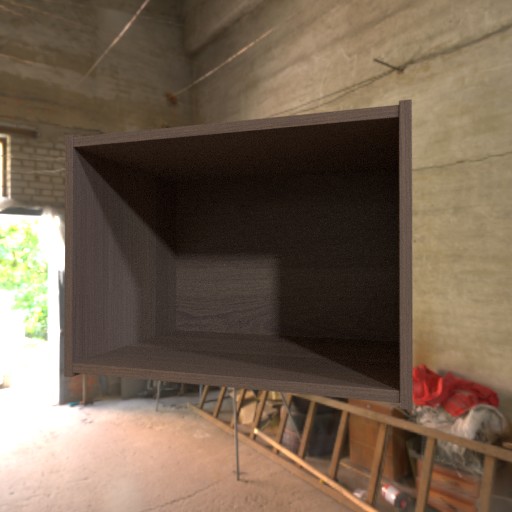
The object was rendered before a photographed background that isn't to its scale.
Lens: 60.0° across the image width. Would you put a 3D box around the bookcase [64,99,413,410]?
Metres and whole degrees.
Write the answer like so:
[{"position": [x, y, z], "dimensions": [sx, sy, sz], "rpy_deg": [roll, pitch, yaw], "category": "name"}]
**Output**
[{"position": [0.000, 0.000, 0.635], "dimensions": [0.415, 0.305, 0.290], "rpy_deg": [0, -1, 18], "category": "bookcase"}]
